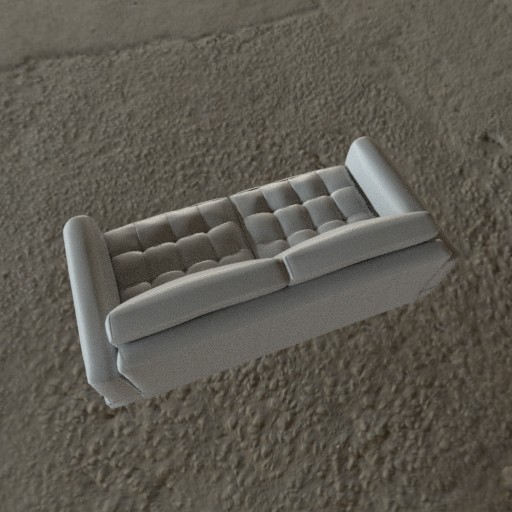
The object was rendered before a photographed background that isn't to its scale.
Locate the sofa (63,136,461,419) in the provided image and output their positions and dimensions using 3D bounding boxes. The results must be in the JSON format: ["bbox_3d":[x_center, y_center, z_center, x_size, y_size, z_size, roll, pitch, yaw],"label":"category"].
[{"bbox_3d":[0.000,0.000,2.725,2.177,0.930,1.121,-18,59,-11],"label":"sofa"}]
